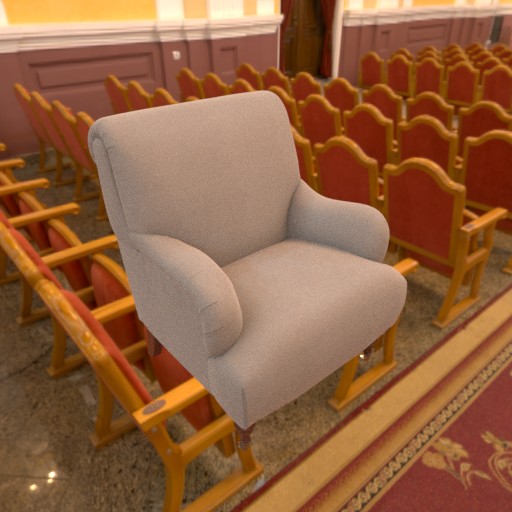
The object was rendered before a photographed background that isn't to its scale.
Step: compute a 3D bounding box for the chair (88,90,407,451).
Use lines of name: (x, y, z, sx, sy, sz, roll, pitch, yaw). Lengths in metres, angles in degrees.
chair: (0.000, 0.000, 1.548, 0.766, 0.942, 0.842, -24, 38, -33)
